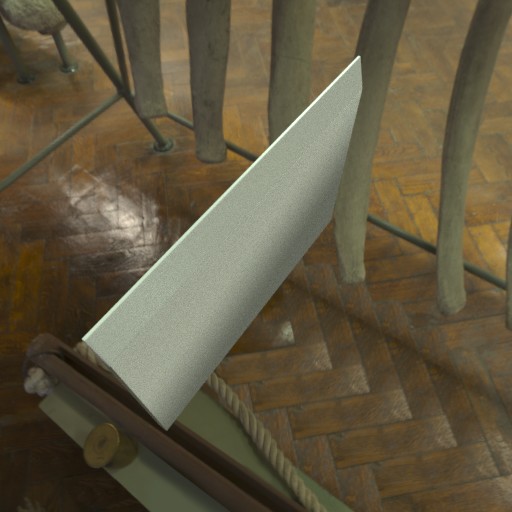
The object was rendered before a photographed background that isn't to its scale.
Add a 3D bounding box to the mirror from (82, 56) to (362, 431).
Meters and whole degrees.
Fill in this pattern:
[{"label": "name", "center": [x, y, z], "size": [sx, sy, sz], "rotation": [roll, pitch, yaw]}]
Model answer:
[{"label": "mirror", "center": [0.000, 0.000, 1.123], "size": [0.030, 0.630, 0.870], "rotation": [31, 63, 18]}]
